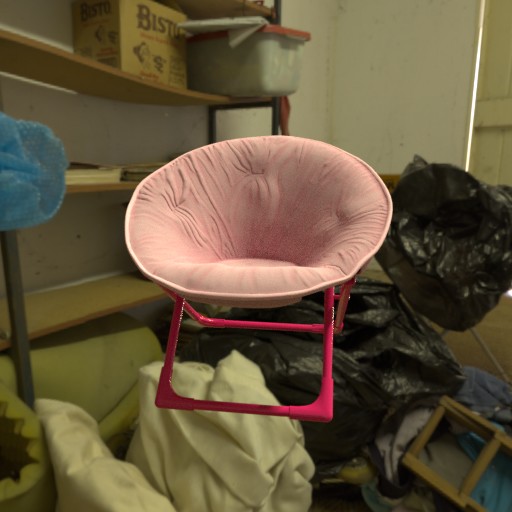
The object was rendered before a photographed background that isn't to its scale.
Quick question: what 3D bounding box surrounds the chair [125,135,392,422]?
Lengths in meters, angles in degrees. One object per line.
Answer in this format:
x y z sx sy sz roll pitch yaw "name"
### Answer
0.000 0.000 0.904 0.522 0.494 0.459 2 13 8 "chair"
